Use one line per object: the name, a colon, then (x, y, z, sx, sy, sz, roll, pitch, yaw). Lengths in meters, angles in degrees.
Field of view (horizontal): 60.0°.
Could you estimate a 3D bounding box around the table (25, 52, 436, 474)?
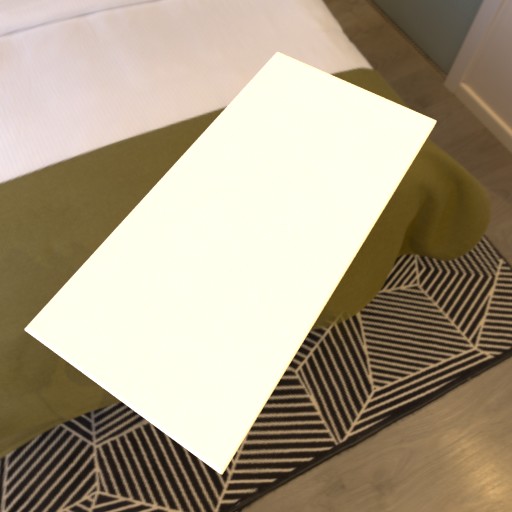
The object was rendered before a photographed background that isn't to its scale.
table: (0.000, 0.000, 1.381, 0.550, 0.510, 1.107, 30, 67, 14)
